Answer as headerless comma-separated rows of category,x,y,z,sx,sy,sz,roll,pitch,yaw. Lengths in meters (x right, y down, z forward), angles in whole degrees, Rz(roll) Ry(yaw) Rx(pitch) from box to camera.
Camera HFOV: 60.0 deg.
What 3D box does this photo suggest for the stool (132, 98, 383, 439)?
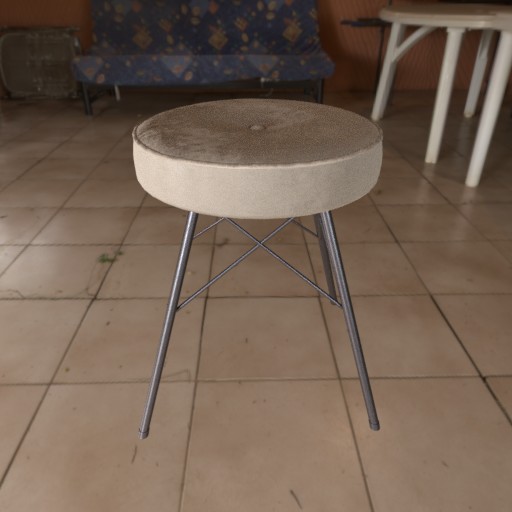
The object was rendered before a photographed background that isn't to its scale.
stool,0.000,0.000,0.871,0.457,0.538,0.423,-1,30,-2
